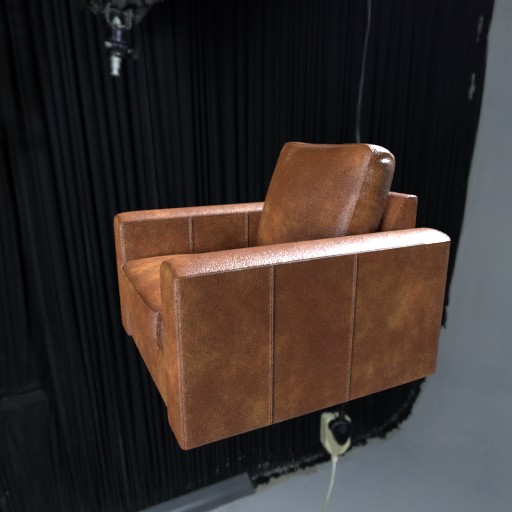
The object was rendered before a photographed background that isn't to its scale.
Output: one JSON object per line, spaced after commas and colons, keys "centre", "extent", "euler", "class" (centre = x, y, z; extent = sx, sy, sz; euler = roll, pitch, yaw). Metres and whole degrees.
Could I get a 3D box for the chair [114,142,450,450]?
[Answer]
{"centre": [0.000, 0.000, 1.771], "extent": [1.016, 0.873, 1.005], "euler": [-7, 17, -25], "class": "chair"}
